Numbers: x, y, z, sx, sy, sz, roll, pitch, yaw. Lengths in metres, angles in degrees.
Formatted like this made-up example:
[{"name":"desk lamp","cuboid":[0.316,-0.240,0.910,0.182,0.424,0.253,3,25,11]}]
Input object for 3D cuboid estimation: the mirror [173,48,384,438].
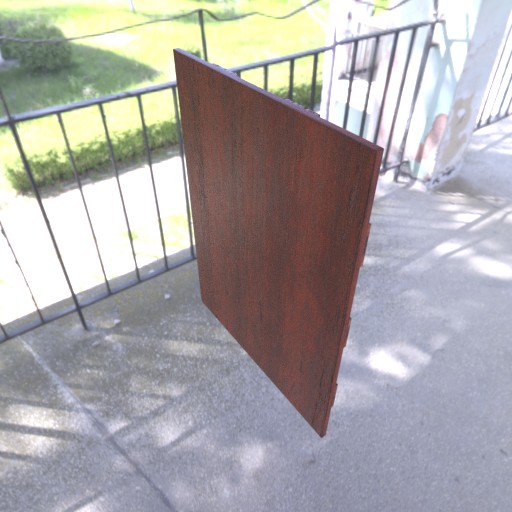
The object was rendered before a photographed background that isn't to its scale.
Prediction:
[{"name":"mirror","cuboid":[0.000,0.000,1.064,0.021,0.805,0.600,-25,46,-27]}]
